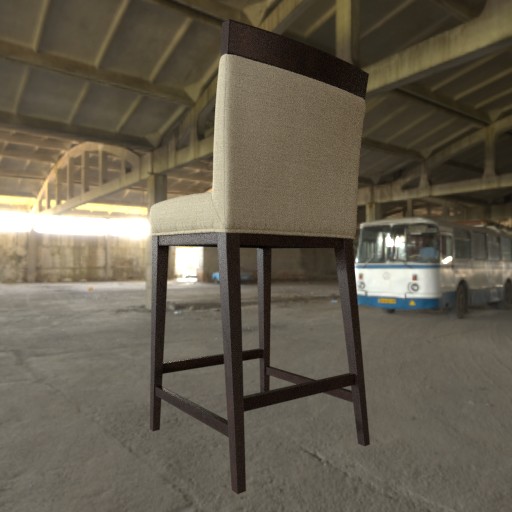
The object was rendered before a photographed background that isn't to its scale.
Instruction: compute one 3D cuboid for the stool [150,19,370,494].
[{"bbox_3d":[0.000,0.000,1.374,0.511,1.117,0.531,1,-1,-37],"label":"stool"}]
